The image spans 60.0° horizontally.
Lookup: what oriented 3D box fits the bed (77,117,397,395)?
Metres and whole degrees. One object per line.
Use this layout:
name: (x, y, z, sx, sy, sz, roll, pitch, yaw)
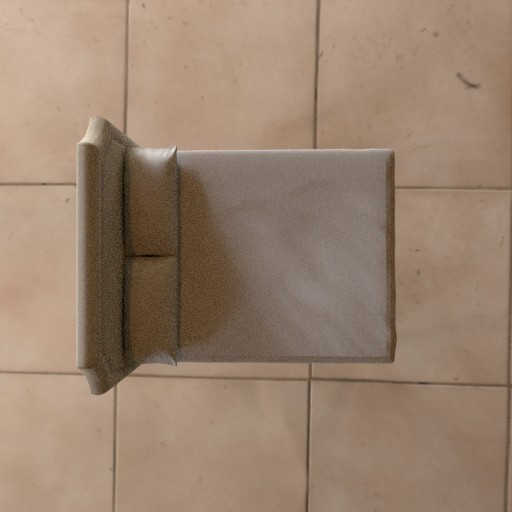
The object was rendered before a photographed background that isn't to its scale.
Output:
bed: (0.000, 0.000, 3.283, 2.164, 1.297, 1.828, 0, 90, 2)
